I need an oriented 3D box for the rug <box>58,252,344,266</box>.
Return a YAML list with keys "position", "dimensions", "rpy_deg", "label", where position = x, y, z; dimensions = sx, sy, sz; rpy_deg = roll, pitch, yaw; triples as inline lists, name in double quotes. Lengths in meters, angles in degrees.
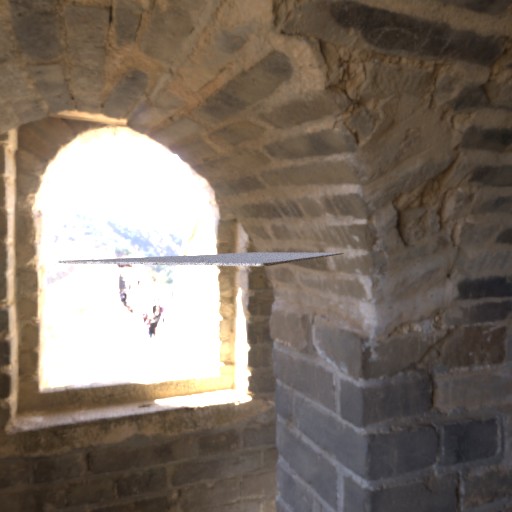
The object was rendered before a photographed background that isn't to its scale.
- position: [0.000, 0.000, 2.678]
  dimensions: [0.807, 0.013, 2.436]
  rpy_deg: [0, 1, 17]
  label: "rug"
